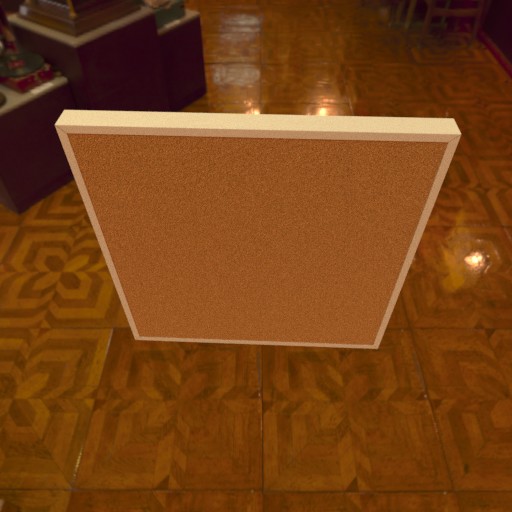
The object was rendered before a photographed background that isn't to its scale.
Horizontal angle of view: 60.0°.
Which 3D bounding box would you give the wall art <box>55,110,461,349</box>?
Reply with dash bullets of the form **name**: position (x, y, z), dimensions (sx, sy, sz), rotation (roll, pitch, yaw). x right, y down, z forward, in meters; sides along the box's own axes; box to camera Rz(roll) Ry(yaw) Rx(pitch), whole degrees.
- **wall art**: position (0.000, 0.000, 0.752), dimensions (0.508, 0.508, 0.037), rotation (2, 48, 2)
